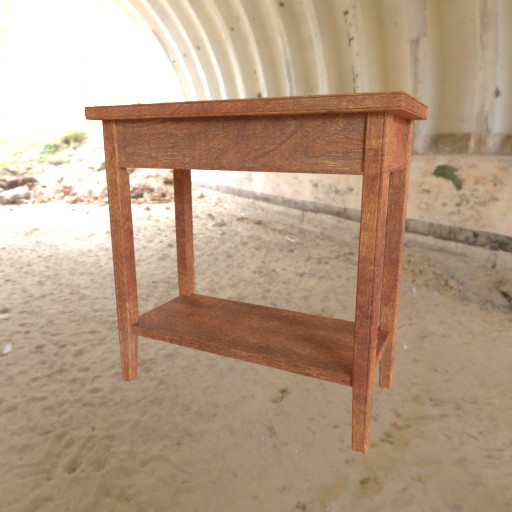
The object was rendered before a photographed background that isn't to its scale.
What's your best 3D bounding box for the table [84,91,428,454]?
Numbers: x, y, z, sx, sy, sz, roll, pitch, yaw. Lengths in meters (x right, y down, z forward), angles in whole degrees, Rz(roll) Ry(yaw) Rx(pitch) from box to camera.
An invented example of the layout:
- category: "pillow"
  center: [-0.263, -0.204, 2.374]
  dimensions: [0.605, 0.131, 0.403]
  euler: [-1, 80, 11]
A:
- category: "table"
  center: [0.000, 0.000, 0.950]
  dimensions: [0.610, 0.610, 0.305]
  euler: [7, 16, 26]
